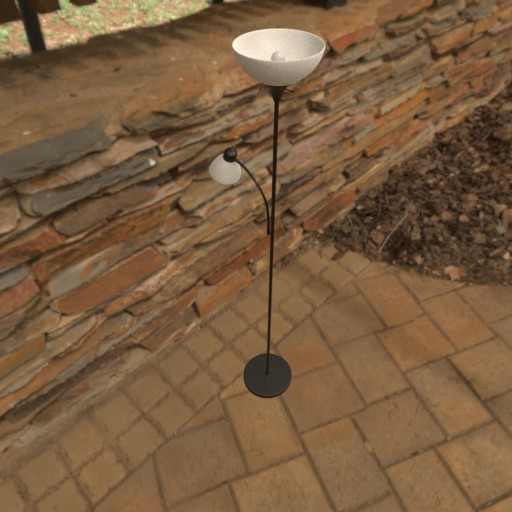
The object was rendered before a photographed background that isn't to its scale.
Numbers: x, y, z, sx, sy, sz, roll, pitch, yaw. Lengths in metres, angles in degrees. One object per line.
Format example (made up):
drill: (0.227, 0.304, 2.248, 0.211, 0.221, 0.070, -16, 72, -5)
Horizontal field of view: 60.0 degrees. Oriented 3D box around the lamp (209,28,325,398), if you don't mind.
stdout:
lamp: (0.000, 0.000, 1.943, 0.442, 1.804, 0.279, 30, 51, 27)
